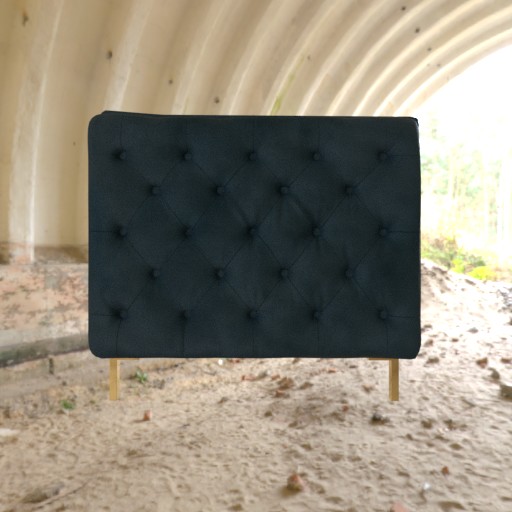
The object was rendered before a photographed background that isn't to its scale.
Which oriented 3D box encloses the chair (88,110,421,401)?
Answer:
[{"bbox_3d":[0.000,0.000,1.539,0.877,0.771,0.868,0,0,0],"label":"chair"}]
